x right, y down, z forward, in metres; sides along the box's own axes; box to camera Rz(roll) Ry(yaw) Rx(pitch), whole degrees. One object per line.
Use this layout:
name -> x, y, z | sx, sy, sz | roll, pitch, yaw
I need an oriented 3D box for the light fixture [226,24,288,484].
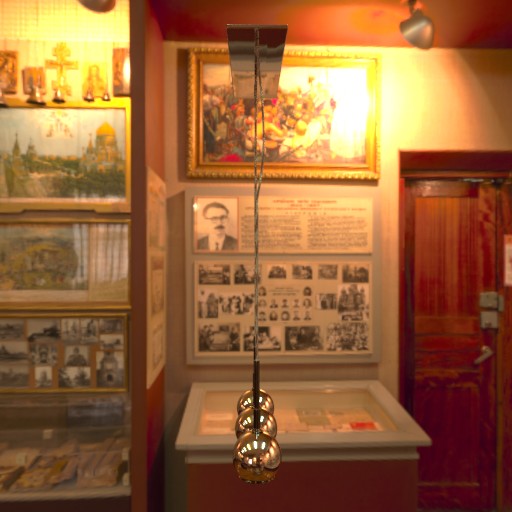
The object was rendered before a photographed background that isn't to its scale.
light fixture -> 0.000, 0.000, 1.650 | 0.188, 1.408, 0.623 | 0, 0, -1
